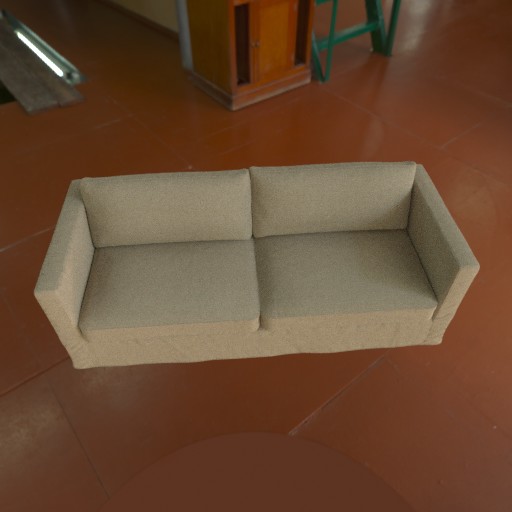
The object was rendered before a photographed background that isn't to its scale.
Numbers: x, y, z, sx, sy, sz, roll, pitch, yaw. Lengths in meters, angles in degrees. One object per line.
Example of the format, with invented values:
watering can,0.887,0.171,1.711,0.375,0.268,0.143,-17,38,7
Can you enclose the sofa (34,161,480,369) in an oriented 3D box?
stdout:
sofa,0.000,0.000,2.727,2.296,0.847,0.956,-3,47,-3
